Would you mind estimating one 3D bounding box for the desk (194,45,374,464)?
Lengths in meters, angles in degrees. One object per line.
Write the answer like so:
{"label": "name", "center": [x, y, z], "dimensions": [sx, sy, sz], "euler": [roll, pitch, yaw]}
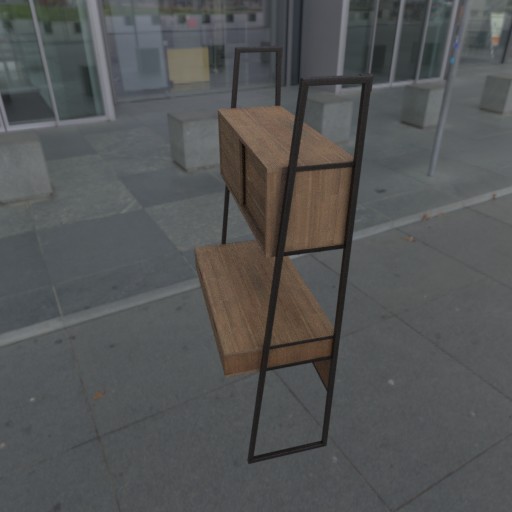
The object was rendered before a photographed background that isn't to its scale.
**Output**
{"label": "desk", "center": [0.000, 0.000, 2.204], "dimensions": [0.515, 1.809, 0.982], "euler": [-7, 31, -12]}
